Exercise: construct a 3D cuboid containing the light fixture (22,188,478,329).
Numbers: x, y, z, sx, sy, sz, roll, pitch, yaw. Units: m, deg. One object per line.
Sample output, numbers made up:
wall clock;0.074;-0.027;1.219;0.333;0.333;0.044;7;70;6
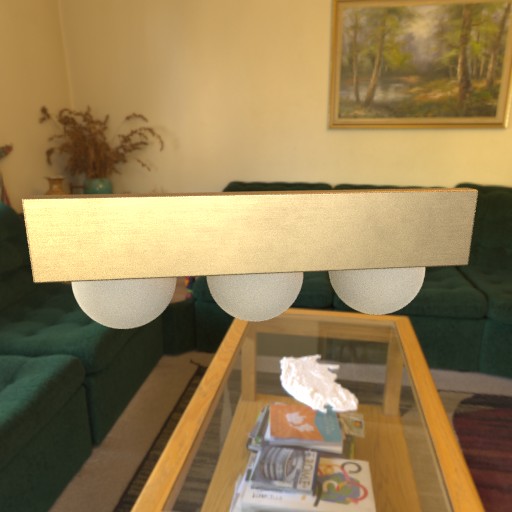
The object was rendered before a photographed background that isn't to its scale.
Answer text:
light fixture;0.000;0.000;0.833;0.721;0.263;0.218;-2;16;-7
